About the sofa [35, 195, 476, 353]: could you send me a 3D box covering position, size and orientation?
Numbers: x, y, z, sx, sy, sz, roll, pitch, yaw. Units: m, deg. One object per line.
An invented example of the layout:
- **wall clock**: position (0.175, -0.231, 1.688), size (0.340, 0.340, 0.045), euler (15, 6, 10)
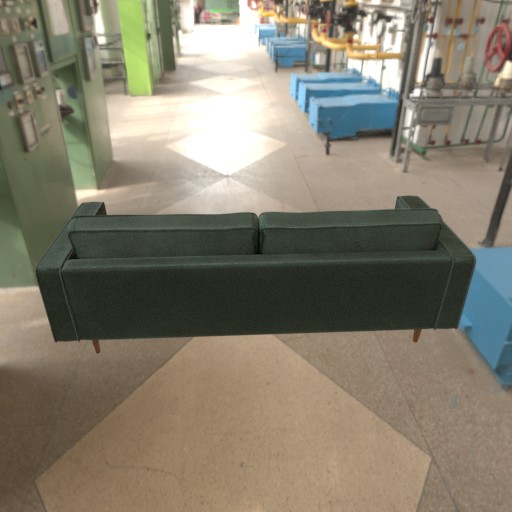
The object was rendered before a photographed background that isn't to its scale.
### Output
- **sofa**: position (0.000, 0.000, 2.632), size (2.214, 0.781, 0.886), euler (-1, 30, -2)
